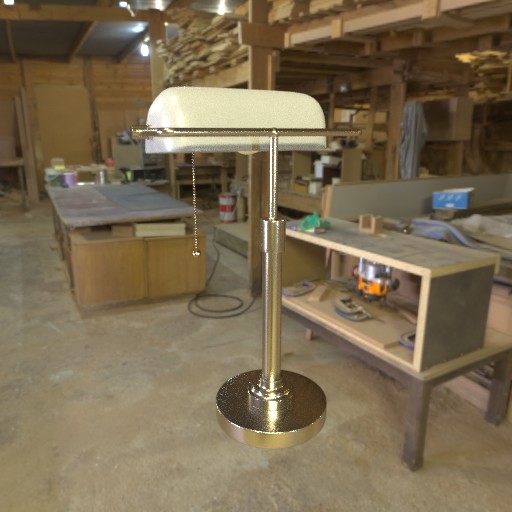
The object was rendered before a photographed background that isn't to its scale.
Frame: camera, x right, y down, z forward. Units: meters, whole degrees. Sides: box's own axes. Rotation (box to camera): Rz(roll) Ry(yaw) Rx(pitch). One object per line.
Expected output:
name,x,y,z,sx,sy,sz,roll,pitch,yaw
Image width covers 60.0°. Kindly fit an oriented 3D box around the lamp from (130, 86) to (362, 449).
lamp,0.000,0.000,0.563,0.269,0.404,0.227,-8,18,-27
